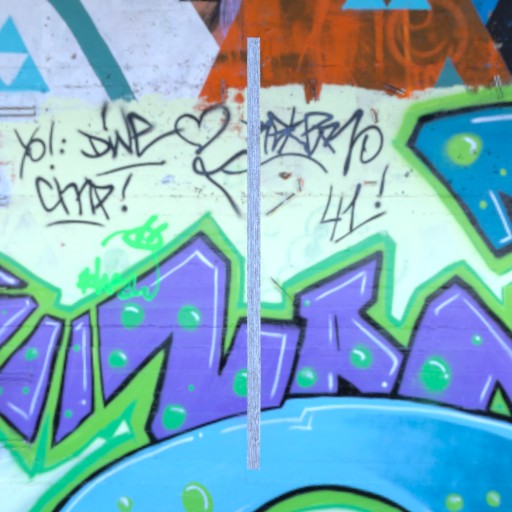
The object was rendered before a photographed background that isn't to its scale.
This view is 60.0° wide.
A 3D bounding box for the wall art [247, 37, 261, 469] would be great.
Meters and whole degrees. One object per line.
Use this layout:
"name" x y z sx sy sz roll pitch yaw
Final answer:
"wall art" 0.000 0.000 1.044 0.020 0.685 0.685 0 -1 1
